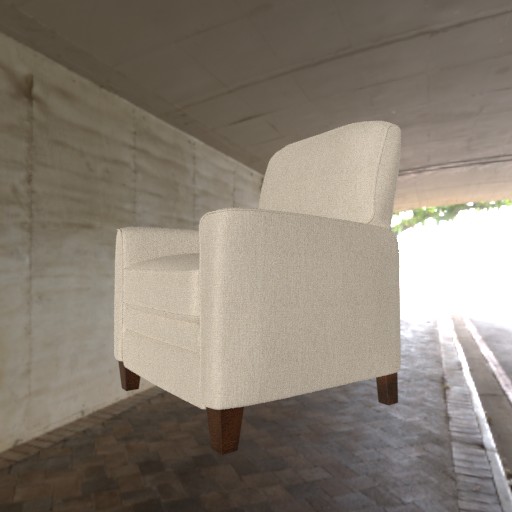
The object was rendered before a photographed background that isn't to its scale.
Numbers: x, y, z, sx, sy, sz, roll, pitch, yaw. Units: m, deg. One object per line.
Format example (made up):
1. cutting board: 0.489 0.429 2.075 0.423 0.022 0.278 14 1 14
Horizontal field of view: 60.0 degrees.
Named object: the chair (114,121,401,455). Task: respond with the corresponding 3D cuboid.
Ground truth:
1. chair: 0.000 0.000 1.654 0.858 1.028 0.841 1 -1 -36
